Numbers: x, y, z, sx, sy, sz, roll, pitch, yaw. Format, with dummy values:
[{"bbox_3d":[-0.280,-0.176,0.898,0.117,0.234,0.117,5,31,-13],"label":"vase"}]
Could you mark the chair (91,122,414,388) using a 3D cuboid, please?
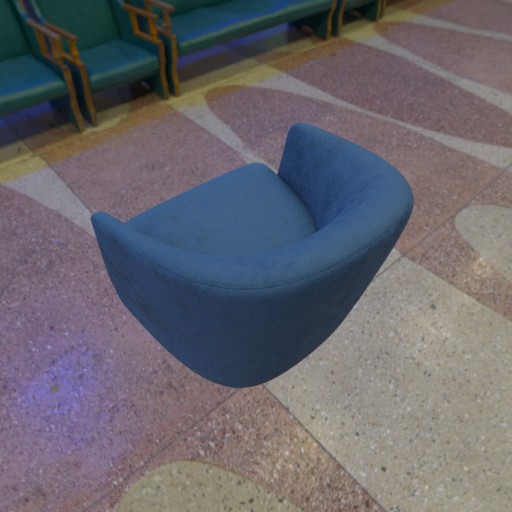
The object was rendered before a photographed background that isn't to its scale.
[{"bbox_3d":[0.000,0.000,1.384,0.773,0.698,0.767,-31,53,-26],"label":"chair"}]
